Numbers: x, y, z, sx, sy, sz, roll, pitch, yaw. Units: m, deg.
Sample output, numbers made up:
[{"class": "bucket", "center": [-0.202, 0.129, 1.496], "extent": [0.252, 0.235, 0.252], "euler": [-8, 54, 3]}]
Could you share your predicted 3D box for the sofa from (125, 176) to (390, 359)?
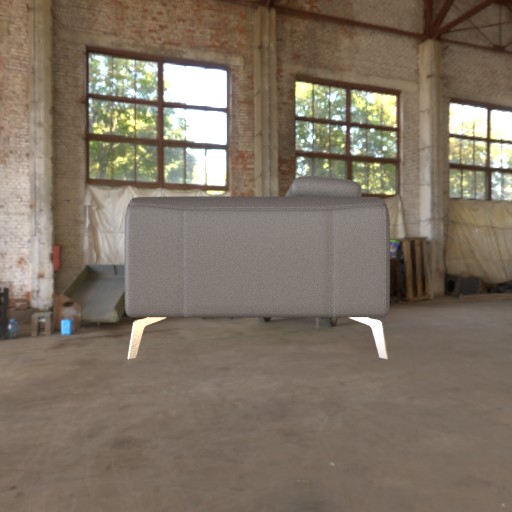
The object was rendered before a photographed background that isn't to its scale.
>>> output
[{"class": "sofa", "center": [0.000, 0.000, 2.804], "extent": [1.023, 0.759, 2.321], "euler": [0, 1, 0]}]
